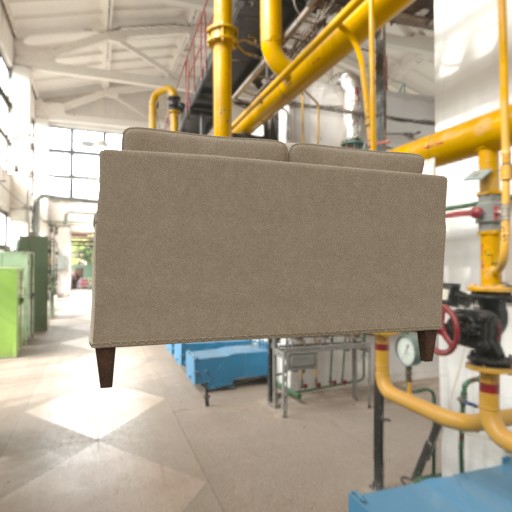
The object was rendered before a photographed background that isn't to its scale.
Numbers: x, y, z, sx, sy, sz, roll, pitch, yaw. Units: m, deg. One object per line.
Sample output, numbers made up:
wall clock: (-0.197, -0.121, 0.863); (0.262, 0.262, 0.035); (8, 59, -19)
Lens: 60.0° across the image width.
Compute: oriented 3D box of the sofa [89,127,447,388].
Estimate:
sofa: (0.000, 0.000, 2.275); (1.597, 1.002, 1.084); (0, -1, -18)
